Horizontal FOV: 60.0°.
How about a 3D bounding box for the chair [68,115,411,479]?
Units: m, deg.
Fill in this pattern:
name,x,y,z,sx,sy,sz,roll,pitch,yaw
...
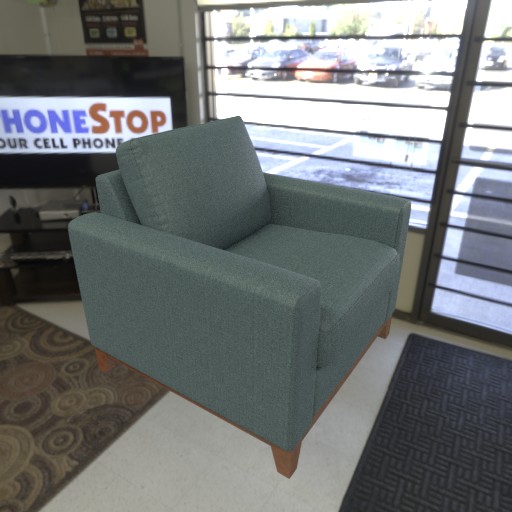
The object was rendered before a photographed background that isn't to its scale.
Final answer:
name,x,y,z,sx,sy,sz,roll,pitch,yaw
chair,0.000,0.000,1.865,1.038,1.010,1.024,17,31,30
